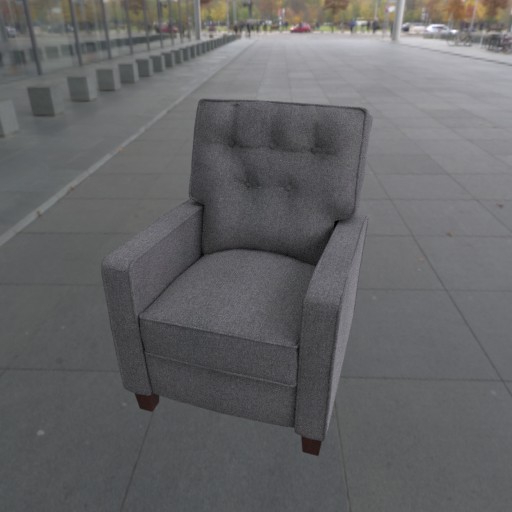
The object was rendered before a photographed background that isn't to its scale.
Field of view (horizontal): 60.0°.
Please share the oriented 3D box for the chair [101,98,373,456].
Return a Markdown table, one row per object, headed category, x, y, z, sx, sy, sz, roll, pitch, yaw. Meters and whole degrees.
| category | x | y | z | sx | sy | sz | roll | pitch | yaw |
| --- | --- | --- | --- | --- | --- | --- | --- | --- | --- |
| chair | 0.000 | 0.000 | 1.430 | 0.650 | 0.889 | 0.775 | 9 | 29 | 16 |
